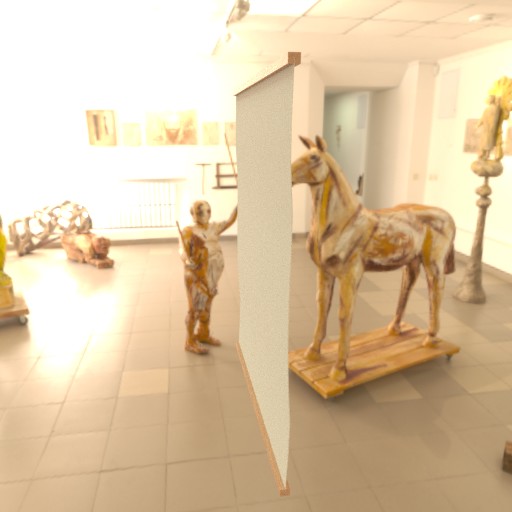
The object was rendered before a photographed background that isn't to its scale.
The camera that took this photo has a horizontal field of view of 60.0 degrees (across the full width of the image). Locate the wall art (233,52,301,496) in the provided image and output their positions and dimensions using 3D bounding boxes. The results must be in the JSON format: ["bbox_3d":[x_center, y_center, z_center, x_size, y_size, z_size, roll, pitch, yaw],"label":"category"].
[{"bbox_3d":[0.000,0.000,0.675,0.013,0.508,0.406,-3,16,-10],"label":"wall art"}]
